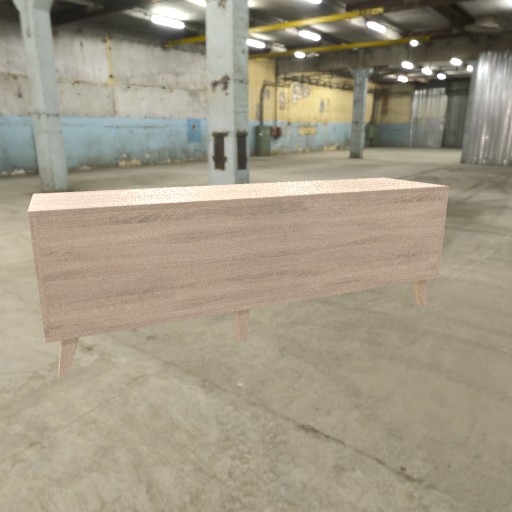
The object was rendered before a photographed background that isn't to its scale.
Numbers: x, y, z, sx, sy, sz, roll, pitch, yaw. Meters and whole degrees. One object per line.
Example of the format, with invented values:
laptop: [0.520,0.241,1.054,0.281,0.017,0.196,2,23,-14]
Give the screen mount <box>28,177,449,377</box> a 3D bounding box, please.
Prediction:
screen mount: [0.000,0.000,1.710,1.500,0.510,0.400,-7,17,-23]
